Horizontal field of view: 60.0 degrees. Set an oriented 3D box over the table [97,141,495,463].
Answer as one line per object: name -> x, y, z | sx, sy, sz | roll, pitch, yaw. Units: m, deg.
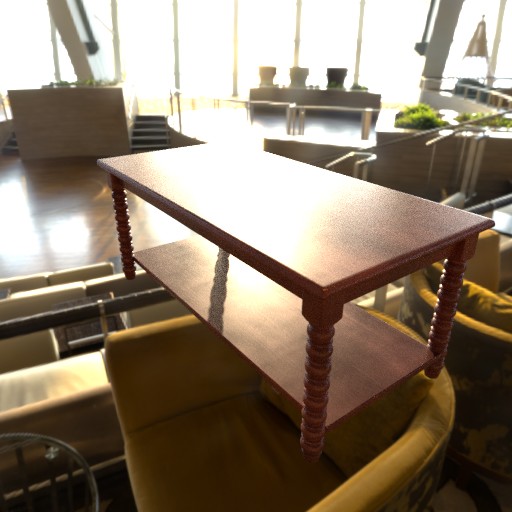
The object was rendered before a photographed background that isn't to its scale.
table -> 0.000, 0.000, 1.435 | 0.580, 0.485, 1.171 | -18, 31, -32
